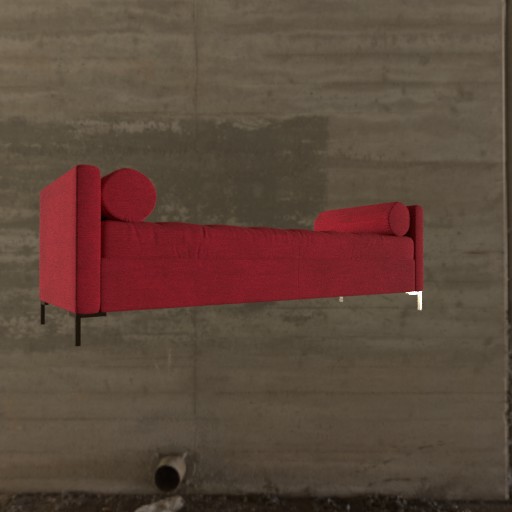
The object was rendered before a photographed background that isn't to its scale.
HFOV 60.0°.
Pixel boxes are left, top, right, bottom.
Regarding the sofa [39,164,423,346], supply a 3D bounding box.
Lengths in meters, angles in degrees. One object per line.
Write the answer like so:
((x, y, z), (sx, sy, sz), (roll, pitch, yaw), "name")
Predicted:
((0.000, 0.000, 2.345), (1.981, 0.635, 0.686), (0, -1, -35), "sofa")
